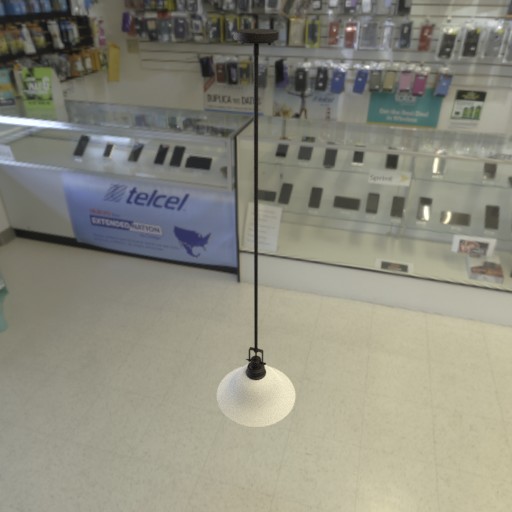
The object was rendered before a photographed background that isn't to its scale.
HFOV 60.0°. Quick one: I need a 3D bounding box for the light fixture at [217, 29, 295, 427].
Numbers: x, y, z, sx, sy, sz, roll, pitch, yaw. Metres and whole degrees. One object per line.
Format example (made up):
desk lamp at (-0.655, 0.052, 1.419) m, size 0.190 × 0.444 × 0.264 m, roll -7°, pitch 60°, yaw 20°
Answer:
light fixture at (0.000, 0.000, 1.471) m, size 0.324 × 1.337 × 0.324 m, roll 10°, pitch 33°, yaw 15°
